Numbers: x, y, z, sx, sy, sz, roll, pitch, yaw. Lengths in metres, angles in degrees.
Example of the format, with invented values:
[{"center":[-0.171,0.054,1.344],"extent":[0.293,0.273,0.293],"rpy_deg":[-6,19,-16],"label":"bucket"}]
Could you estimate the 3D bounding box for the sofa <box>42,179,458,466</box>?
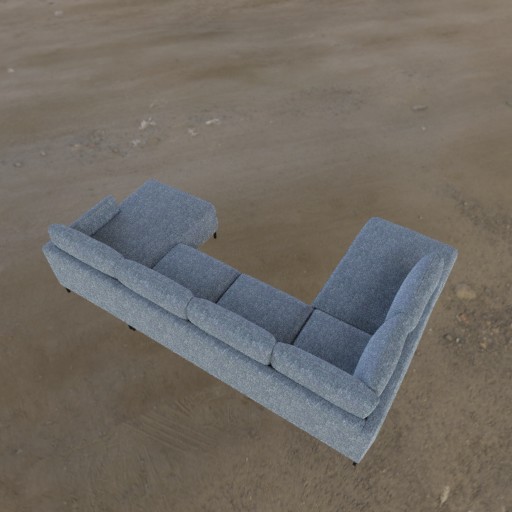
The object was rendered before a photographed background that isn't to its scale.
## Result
[{"center":[0.000,0.000,3.547],"extent":[2.737,0.756,1.879],"rpy_deg":[25,53,21],"label":"sofa"}]
